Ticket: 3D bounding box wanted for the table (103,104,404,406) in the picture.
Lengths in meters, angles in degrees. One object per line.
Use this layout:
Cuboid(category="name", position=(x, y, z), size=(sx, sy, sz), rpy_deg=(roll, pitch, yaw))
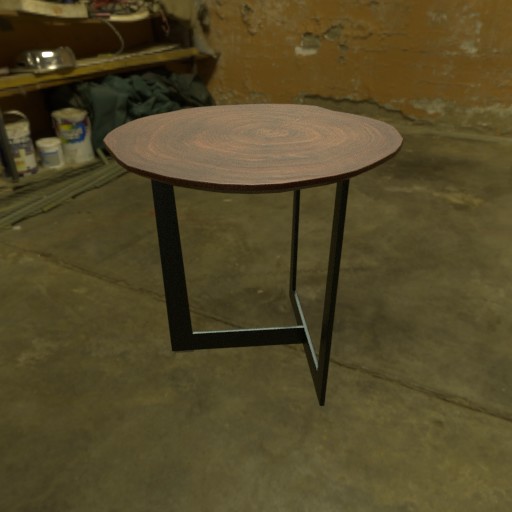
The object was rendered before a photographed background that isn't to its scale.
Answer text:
Cuboid(category="table", position=(0.000, 0.000, 0.861), size=(0.494, 0.476, 0.477), rpy_deg=(-8, 31, -14))
